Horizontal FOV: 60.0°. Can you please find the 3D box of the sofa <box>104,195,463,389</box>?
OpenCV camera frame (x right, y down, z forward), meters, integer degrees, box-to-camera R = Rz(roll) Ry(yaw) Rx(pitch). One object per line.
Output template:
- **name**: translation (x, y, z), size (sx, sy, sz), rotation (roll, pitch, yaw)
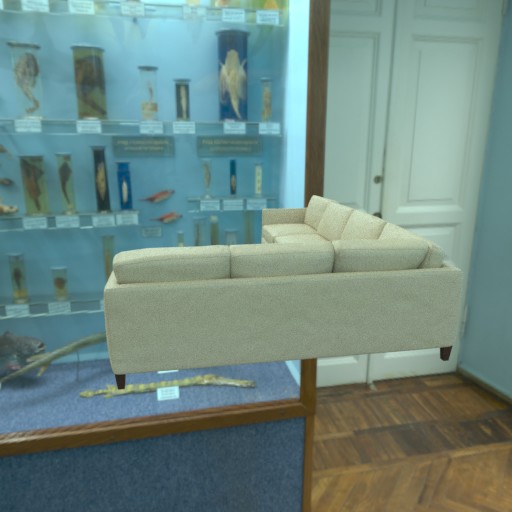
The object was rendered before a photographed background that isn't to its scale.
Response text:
- **sofa**: translation (0.000, 0.000, 4.652), size (2.593, 0.947, 3.302), rotation (-2, 15, -9)
